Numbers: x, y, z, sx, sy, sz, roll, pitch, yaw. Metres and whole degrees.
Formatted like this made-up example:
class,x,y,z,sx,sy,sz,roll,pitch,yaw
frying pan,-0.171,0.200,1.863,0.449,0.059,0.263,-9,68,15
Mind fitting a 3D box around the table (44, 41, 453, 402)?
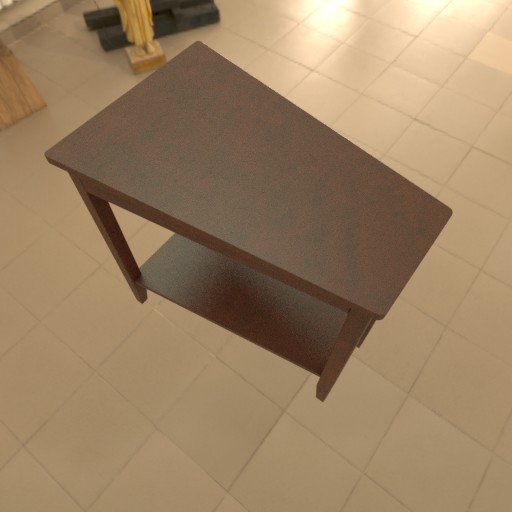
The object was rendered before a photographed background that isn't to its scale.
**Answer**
class,x,y,z,sx,sy,sz,roll,pitch,yaw
table,0.000,0.000,0.988,0.605,0.589,0.399,33,65,18
